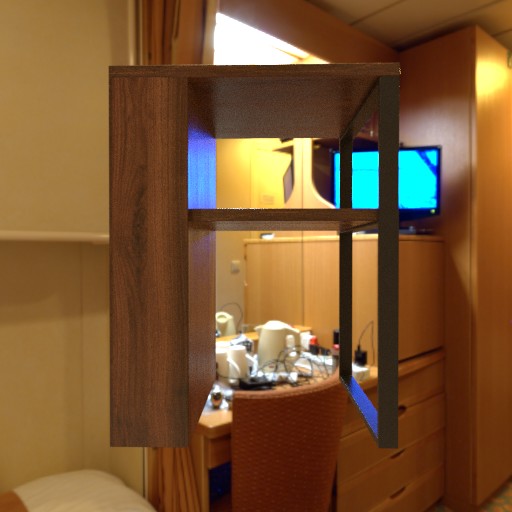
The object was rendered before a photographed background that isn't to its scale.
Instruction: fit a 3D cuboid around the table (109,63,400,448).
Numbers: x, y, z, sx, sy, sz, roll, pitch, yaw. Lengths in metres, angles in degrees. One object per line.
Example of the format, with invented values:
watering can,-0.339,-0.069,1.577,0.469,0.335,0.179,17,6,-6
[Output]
table,0.000,0.000,1.529,0.786,1.041,0.660,0,1,1
